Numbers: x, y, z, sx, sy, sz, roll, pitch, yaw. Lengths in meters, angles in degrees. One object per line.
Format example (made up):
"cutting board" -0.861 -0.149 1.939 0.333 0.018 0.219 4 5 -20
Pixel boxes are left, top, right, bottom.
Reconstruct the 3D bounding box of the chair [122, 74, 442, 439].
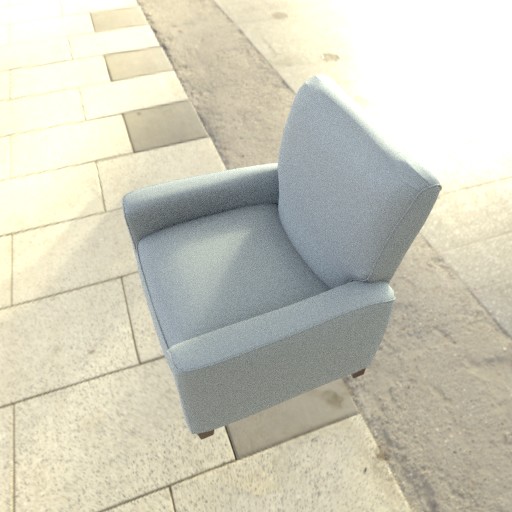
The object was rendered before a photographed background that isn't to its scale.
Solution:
"chair" 0.000 0.000 1.644 0.846 1.007 0.853 -17 51 -15
